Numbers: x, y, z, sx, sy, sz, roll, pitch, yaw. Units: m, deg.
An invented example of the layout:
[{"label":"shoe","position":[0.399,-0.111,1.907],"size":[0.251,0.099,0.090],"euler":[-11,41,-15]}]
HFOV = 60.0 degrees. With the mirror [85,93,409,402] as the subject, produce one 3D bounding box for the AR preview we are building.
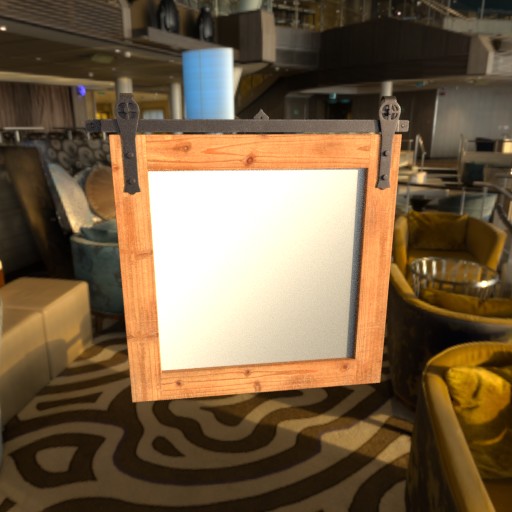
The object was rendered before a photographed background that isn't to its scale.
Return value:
[{"label":"mirror","position":[0.000,0.000,1.167],"size":[0.805,0.800,0.054],"euler":[-2,16,-8]}]
